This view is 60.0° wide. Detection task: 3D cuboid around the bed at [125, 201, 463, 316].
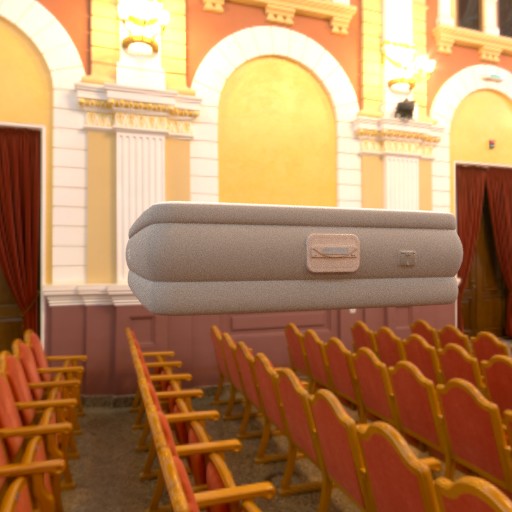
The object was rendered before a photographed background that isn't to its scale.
[{"bbox_3d":[0.000,0.000,2.757,1.520,0.460,2.036,0,0,-19],"label":"bed"}]
